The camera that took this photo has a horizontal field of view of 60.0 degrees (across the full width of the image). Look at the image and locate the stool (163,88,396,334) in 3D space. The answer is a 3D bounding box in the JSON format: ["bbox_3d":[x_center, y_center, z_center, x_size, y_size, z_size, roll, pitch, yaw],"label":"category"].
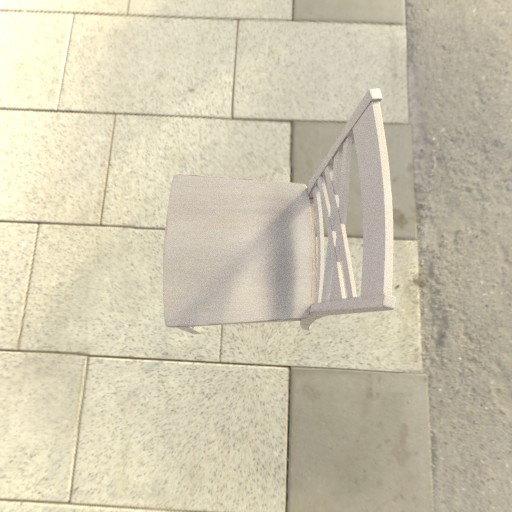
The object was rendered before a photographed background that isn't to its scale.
[{"bbox_3d":[0.000,0.000,1.389,0.539,1.079,0.462,0,76,0],"label":"stool"}]
